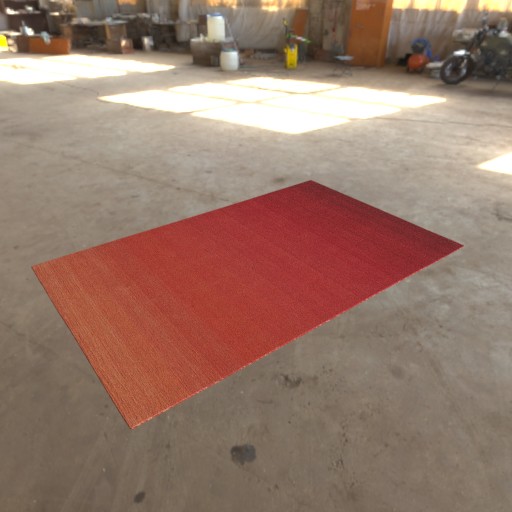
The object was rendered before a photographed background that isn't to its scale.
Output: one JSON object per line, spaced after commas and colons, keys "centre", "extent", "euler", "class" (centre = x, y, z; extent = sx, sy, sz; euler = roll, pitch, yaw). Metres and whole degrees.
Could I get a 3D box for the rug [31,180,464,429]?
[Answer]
{"centre": [0.000, 0.000, 2.935], "extent": [2.442, 0.010, 1.531], "euler": [-22, 37, -31], "class": "rug"}
